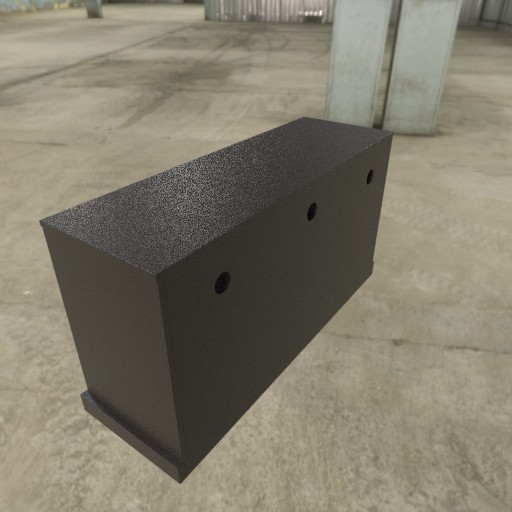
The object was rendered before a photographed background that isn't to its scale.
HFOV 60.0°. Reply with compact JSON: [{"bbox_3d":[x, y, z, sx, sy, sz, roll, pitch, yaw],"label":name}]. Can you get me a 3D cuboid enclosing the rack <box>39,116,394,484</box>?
[{"bbox_3d":[0.000,0.000,1.487,0.399,0.635,1.206,21,37,30],"label":"rack"}]
